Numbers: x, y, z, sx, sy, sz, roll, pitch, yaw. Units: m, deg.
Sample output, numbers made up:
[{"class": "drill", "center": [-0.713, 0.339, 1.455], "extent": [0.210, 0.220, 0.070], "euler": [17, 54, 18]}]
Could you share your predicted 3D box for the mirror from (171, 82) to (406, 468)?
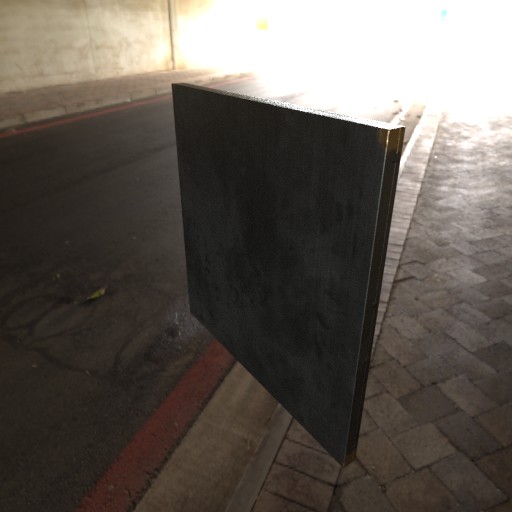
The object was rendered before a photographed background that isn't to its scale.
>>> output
[{"class": "mirror", "center": [0.000, 0.000, 0.565], "extent": [0.020, 0.381, 0.382], "euler": [-18, 32, -30]}]
